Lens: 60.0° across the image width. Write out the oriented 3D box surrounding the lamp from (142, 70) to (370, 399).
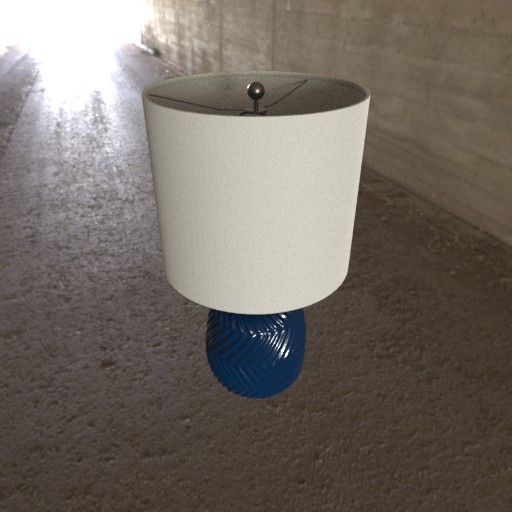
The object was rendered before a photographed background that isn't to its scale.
[{"bbox_3d":[0.000,0.000,0.495,0.203,0.368,0.203,19,36,29],"label":"lamp"}]
